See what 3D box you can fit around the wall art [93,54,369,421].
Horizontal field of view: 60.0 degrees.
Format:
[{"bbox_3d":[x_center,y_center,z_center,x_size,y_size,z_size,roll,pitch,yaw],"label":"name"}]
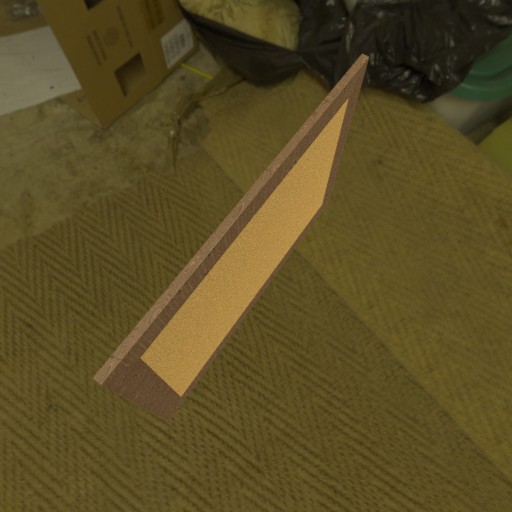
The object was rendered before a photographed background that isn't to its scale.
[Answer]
[{"bbox_3d":[0.000,0.000,1.170,0.019,0.626,0.917,32,68,14],"label":"wall art"}]
